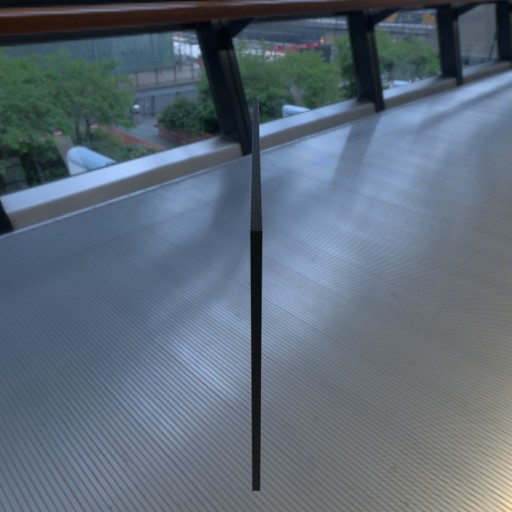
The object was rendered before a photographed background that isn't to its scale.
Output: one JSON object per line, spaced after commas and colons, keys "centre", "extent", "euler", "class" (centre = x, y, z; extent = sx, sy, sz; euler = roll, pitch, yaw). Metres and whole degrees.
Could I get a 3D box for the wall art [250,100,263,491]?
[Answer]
{"centre": [0.000, 0.000, 0.850], "extent": [0.013, 0.447, 0.660], "euler": [0, 30, 0], "class": "wall art"}
